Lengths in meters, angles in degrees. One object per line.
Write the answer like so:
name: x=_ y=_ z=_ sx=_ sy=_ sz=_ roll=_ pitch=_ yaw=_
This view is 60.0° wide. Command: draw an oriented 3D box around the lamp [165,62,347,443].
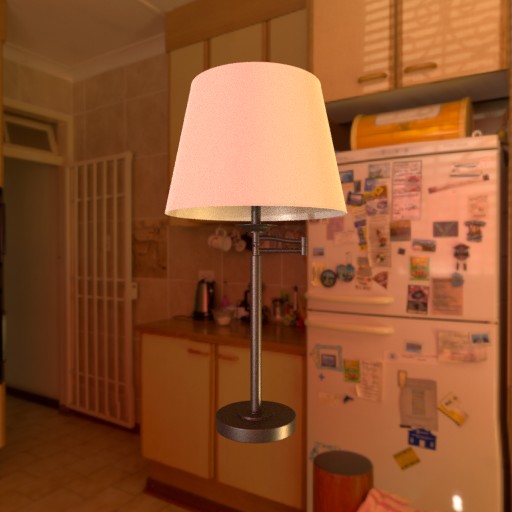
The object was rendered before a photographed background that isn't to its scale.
lamp: x=0.000 y=0.000 z=0.902 sx=0.363 sy=0.696 sz=0.363 roll=0 pitch=1 yaw=0
